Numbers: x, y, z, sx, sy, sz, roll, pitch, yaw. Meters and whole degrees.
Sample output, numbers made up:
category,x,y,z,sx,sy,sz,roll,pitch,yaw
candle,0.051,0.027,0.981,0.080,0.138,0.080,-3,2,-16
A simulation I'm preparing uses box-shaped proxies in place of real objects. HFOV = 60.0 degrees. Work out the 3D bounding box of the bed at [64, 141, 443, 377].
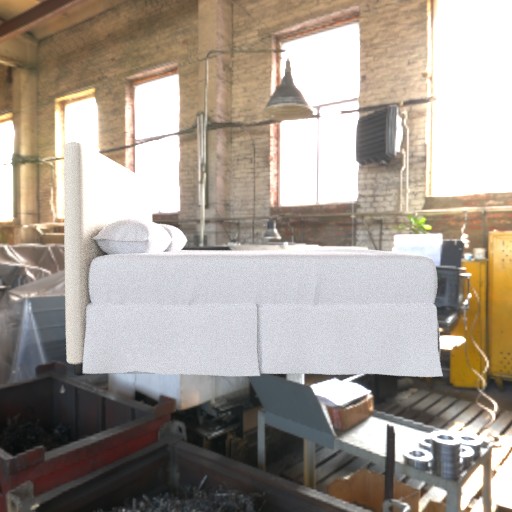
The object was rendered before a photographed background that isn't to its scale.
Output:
category,x,y,z,sx,sy,sz,roll,pitch,yaw
bed,0.000,0.000,3.262,2.142,1.330,1.713,0,2,0
